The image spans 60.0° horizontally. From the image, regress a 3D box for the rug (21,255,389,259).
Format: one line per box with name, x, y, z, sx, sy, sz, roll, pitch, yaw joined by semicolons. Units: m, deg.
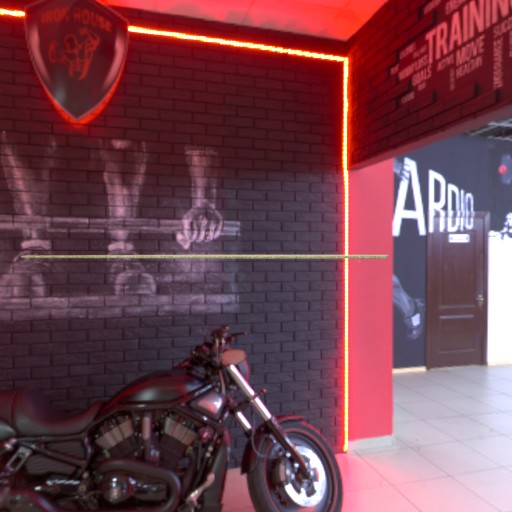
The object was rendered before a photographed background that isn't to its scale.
rug;0.000;0.000;4.237;2.425;0.016;3.198;0;0;17
